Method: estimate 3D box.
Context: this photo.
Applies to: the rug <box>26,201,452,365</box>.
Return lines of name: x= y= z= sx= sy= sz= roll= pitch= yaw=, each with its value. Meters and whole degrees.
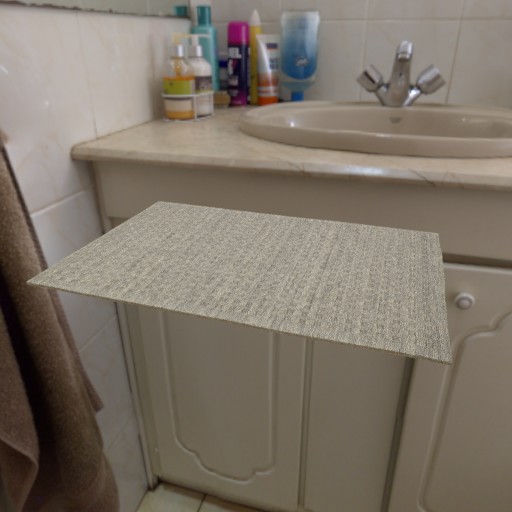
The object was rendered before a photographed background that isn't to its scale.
rug: x=0.000 y=0.000 z=2.885 sx=2.297 sy=0.018 sz=1.532 roll=8 pitch=27 yaw=16
